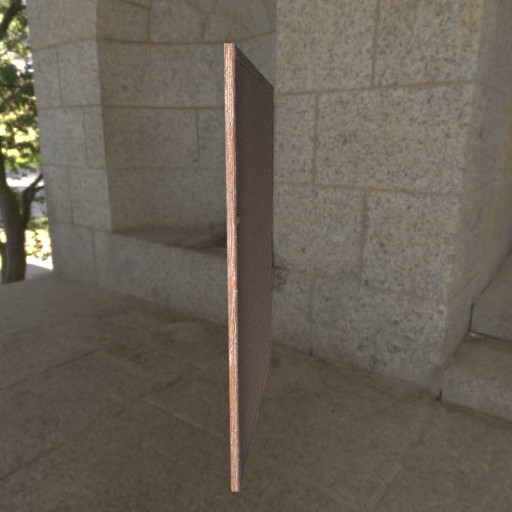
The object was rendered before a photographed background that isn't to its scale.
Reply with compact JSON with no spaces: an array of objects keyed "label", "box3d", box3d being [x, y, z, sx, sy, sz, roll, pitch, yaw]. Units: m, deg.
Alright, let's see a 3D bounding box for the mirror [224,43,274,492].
[{"label":"mirror","box3d":[0.000,0.000,1.283,0.025,0.996,0.705,2,15,8]}]
